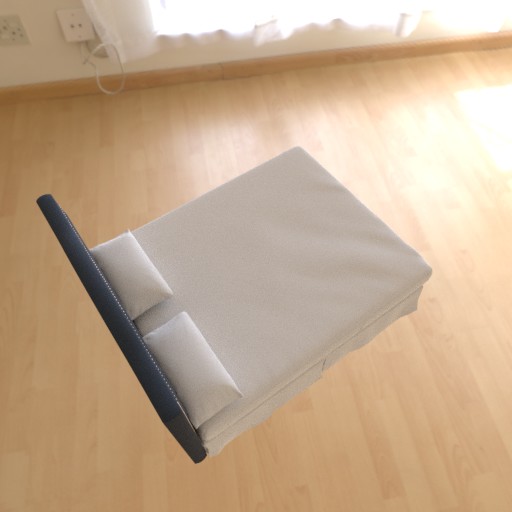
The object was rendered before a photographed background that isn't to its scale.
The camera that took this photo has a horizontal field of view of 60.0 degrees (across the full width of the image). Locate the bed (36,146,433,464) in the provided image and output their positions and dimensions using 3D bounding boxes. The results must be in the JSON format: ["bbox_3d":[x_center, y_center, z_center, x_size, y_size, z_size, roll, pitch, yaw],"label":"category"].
[{"bbox_3d":[0.000,0.000,3.359,2.282,1.436,1.821,-31,62,-18],"label":"bed"}]
